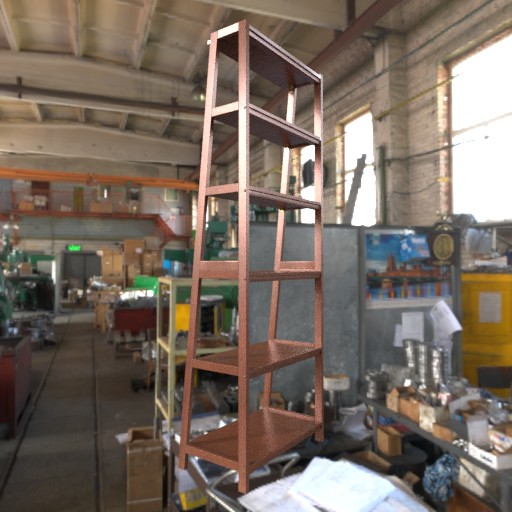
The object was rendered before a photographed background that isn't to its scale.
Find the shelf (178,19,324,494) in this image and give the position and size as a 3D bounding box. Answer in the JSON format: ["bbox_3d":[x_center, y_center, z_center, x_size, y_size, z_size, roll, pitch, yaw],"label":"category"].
[{"bbox_3d":[0.000,0.000,2.141,0.382,1.892,0.660,-1,-1,36],"label":"shelf"}]
